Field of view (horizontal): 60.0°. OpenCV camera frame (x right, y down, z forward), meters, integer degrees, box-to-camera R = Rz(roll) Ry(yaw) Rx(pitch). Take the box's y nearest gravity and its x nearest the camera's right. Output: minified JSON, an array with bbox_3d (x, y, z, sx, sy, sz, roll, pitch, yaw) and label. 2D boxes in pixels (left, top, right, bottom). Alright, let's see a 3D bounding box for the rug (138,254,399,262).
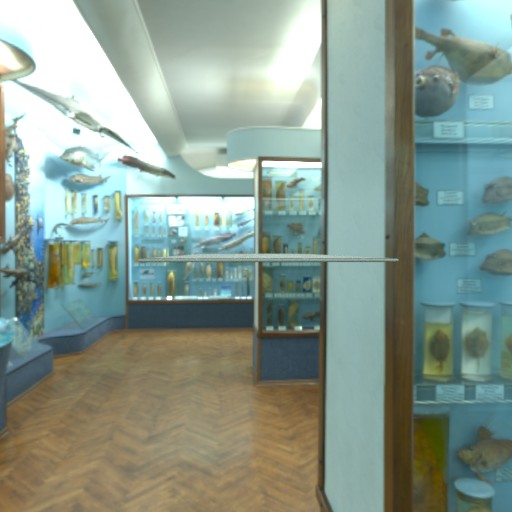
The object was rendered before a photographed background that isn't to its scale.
[{"bbox_3d":[0.000,0.000,2.657,0.864,0.012,2.388,0,1,-2],"label":"rug"}]
